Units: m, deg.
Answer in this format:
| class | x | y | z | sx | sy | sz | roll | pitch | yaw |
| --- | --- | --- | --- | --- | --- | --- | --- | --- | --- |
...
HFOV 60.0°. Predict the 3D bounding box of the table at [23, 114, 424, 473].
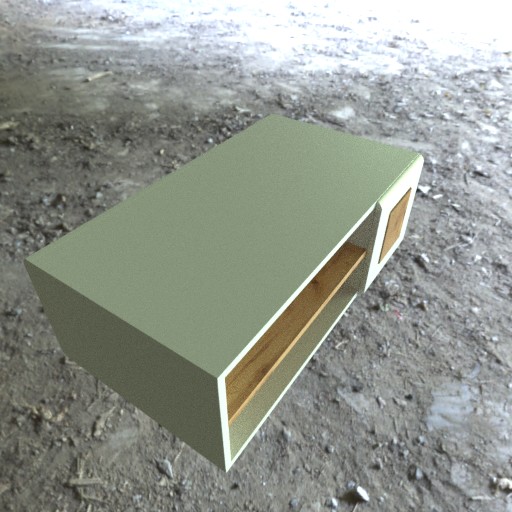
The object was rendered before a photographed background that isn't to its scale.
| class | x | y | z | sx | sy | sz | roll | pitch | yaw |
| --- | --- | --- | --- | --- | --- | --- | --- | --- | --- |
| table | 0.000 | 0.000 | 1.428 | 0.639 | 0.442 | 1.097 | 24 | 45 | 26 |
